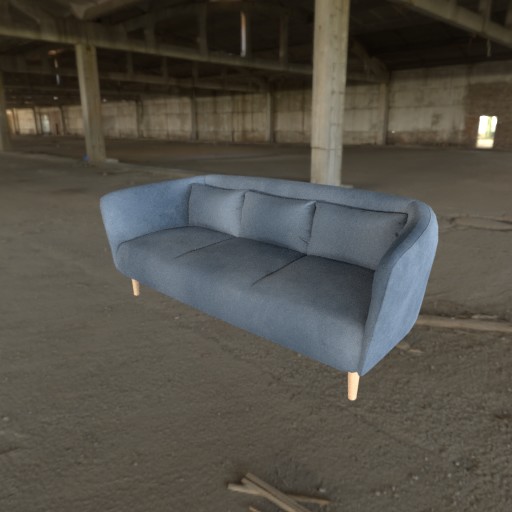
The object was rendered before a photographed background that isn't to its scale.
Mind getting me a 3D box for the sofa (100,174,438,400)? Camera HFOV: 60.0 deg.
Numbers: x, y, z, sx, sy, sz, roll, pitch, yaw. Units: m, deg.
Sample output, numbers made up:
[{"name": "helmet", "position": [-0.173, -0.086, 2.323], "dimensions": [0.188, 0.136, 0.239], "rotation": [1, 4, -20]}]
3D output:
[{"name": "sofa", "position": [0.000, 0.000, 2.567], "dimensions": [2.095, 0.795, 0.849], "rotation": [16, 23, 42]}]
